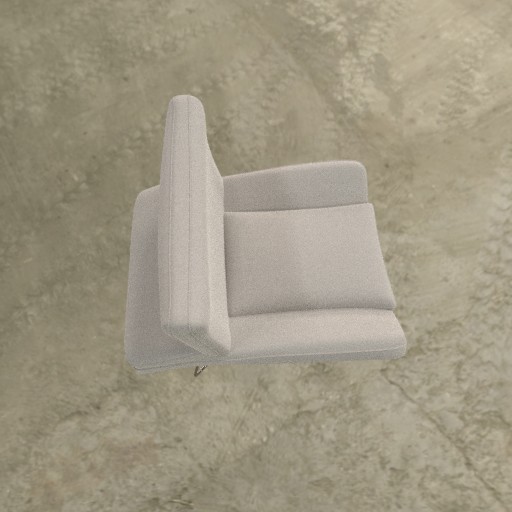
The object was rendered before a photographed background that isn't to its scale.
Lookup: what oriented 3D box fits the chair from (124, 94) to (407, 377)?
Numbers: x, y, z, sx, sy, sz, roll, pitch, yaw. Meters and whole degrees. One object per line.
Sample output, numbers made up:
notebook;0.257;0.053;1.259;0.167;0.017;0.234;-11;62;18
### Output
chair;0.000;0.000;1.691;1.008;0.855;0.859;-4;62;-2
